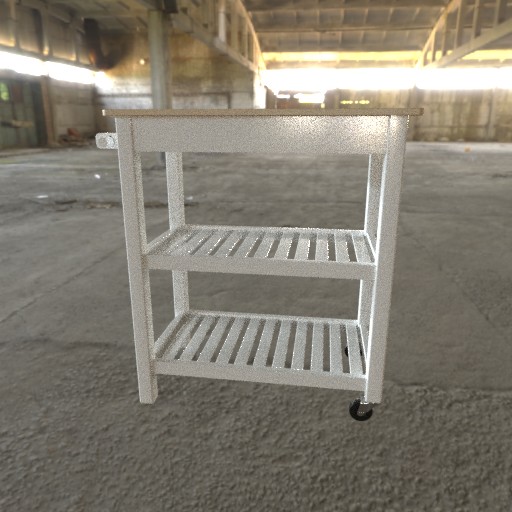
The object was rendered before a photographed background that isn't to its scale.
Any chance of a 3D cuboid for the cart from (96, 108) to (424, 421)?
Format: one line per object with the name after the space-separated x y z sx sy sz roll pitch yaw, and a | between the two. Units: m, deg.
0.000 0.000 1.489 0.899 0.927 0.457 3 17 8 | cart
